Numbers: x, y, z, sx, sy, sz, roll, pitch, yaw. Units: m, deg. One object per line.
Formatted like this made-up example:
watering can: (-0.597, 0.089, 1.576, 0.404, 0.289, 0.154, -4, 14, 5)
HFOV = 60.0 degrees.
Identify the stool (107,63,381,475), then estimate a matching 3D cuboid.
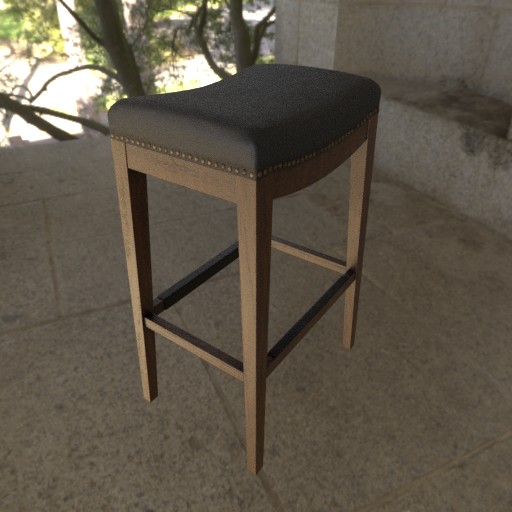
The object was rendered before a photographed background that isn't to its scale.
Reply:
stool: (0.000, 0.000, 1.031, 0.361, 0.765, 0.500, 21, 39, 29)
